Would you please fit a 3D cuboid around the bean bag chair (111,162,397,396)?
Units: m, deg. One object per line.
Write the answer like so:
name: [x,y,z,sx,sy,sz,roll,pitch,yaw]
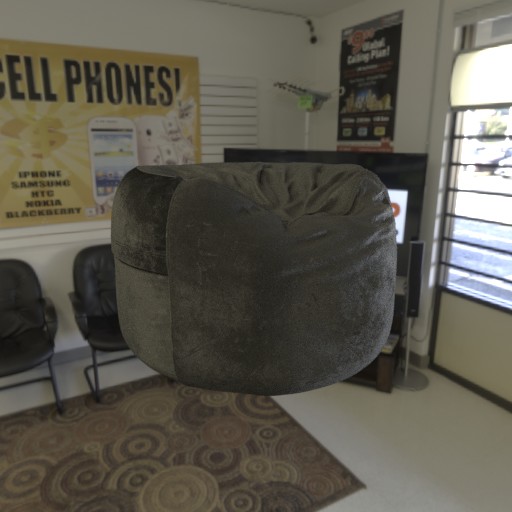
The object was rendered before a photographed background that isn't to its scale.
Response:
bean bag chair: [0.000,0.000,1.489,0.918,0.605,0.918,0,15,0]
